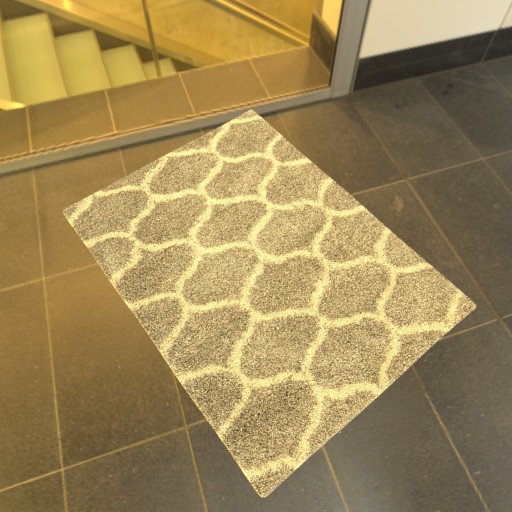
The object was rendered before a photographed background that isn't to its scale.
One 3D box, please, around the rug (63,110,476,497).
[{"bbox_3d":[0.000,0.000,2.067,1.200,0.025,1.600,-34,64,-19],"label":"rug"}]
